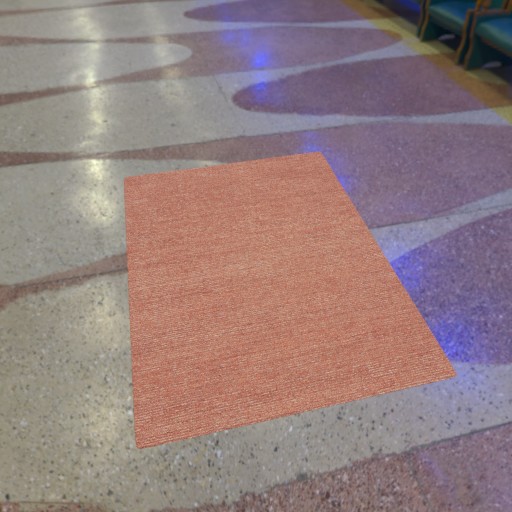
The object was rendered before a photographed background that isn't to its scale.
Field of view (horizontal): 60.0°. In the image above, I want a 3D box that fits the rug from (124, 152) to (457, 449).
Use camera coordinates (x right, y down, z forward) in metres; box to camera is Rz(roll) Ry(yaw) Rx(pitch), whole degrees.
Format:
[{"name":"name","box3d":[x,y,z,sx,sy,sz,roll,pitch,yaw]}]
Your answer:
[{"name":"rug","box3d":[0.000,0.000,2.813,1.594,0.009,2.112,-10,46,-9]}]
